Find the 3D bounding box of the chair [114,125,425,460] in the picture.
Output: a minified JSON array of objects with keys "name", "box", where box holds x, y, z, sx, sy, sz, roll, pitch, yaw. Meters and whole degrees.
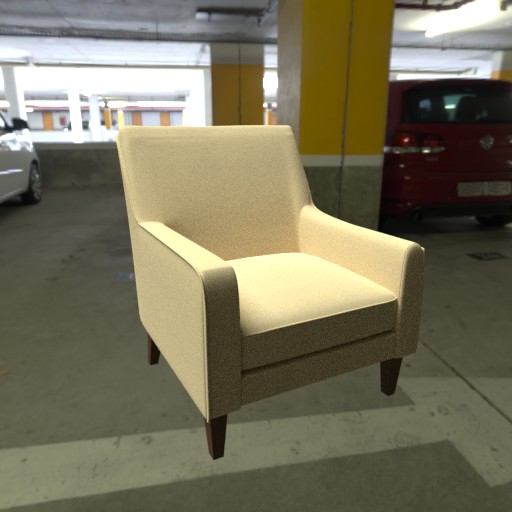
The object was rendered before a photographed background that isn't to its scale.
[{"name":"chair","box":[0.000,0.000,1.625,0.780,0.919,0.899,-9,18,-27]}]
